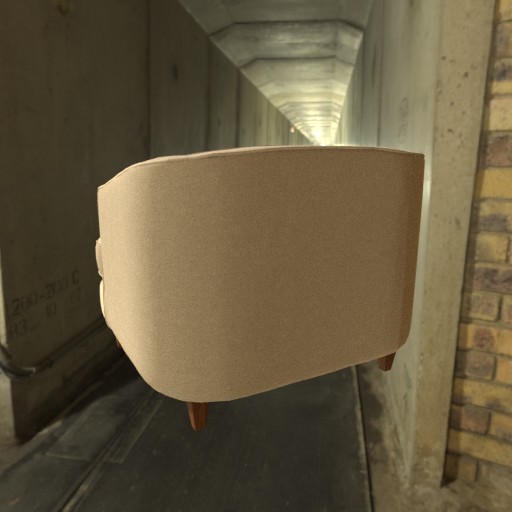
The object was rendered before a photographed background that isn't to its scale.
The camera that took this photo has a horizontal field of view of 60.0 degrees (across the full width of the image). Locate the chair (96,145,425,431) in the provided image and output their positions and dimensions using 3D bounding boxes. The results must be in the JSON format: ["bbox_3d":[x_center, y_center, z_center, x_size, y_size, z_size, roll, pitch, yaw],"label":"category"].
[{"bbox_3d":[0.000,0.000,1.762,1.104,0.852,0.941,-7,16,-27],"label":"chair"}]
